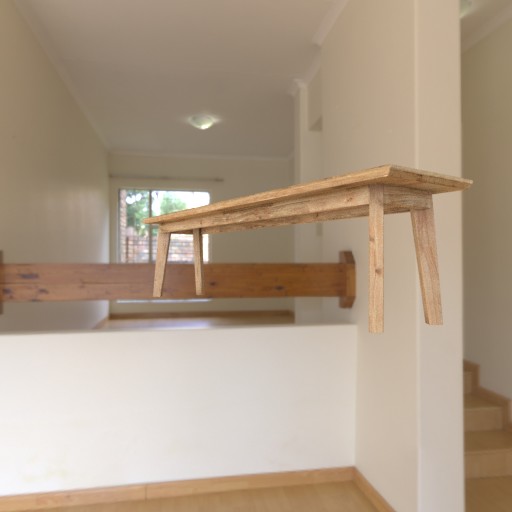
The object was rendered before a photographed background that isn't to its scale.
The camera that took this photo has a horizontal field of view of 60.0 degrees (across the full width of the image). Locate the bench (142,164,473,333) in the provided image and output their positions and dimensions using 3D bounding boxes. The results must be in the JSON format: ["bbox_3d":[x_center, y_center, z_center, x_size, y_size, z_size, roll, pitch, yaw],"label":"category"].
[{"bbox_3d":[0.000,0.000,1.891,0.378,0.431,1.698,1,-1,-35],"label":"bench"}]
